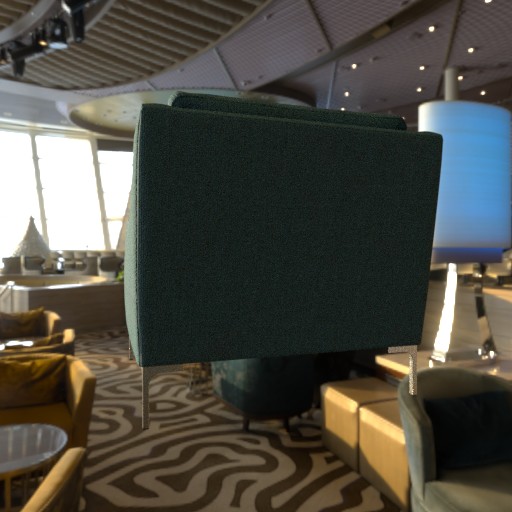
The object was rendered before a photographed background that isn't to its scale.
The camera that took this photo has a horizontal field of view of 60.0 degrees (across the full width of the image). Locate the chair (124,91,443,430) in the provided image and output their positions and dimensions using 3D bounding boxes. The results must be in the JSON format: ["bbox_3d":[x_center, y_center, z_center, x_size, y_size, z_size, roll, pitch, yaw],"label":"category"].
[{"bbox_3d":[0.000,0.000,1.496,0.847,0.828,0.849,0,1,-18],"label":"chair"}]
